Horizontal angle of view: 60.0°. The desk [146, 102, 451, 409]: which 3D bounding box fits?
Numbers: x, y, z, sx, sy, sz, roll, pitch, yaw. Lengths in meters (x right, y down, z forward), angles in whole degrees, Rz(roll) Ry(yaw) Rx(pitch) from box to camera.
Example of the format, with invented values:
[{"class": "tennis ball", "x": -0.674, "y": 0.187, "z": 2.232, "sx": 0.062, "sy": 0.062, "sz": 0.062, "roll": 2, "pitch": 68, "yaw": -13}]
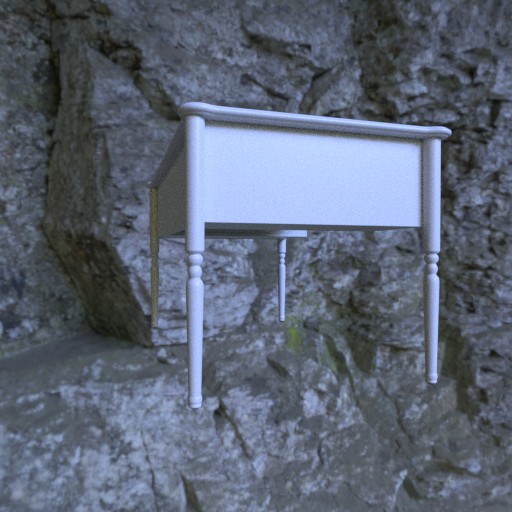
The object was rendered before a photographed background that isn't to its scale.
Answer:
[{"class": "desk", "x": 0.000, "y": 0.000, "z": 1.833, "sx": 0.807, "sy": 0.762, "sz": 1.380, "roll": 0, "pitch": 0, "yaw": -17}]
